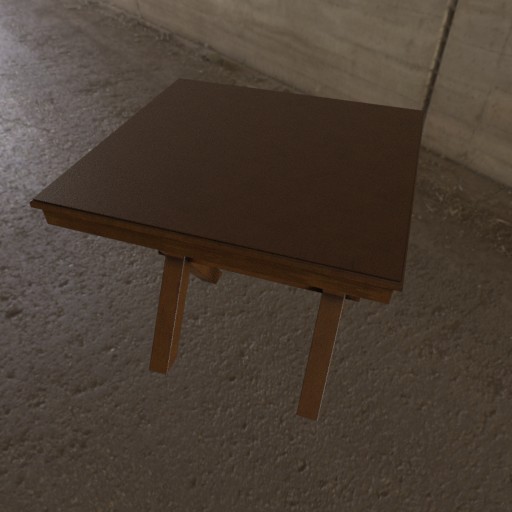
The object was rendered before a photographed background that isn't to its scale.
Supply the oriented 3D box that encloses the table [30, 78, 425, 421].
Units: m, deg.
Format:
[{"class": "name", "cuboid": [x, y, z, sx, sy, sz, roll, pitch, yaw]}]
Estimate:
[{"class": "table", "cuboid": [0.000, 0.000, 1.042, 0.602, 0.562, 0.560, 13, 44, 14]}]
